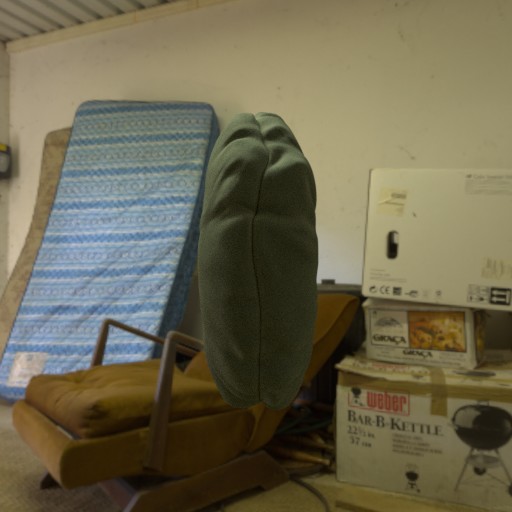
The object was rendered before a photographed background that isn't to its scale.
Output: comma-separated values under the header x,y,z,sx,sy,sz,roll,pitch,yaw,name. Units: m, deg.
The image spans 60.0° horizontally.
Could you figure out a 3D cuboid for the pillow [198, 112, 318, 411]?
x,y,z,sx,sy,sz,roll,pitch,yaw,name
0.000,0.000,0.660,0.148,0.407,0.428,0,0,-1,pillow
